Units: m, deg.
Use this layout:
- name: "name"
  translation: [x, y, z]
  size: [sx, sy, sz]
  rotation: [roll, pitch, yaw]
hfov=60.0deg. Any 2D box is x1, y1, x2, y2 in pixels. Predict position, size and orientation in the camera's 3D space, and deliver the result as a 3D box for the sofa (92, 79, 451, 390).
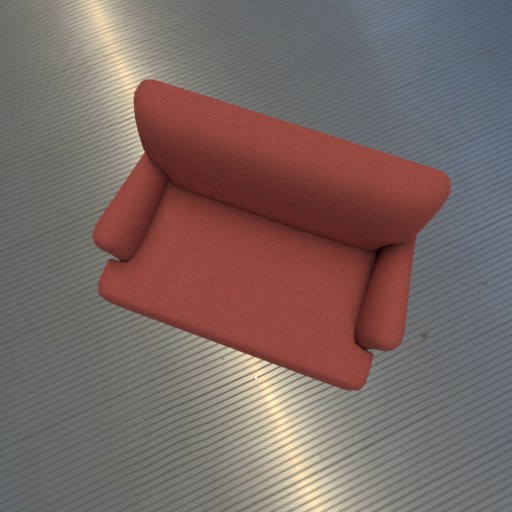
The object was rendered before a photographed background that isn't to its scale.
- name: "sofa"
  translation: [0.000, 0.000, 1.882]
  size: [1.297, 0.889, 0.779]
  rotation: [19, 76, 5]
